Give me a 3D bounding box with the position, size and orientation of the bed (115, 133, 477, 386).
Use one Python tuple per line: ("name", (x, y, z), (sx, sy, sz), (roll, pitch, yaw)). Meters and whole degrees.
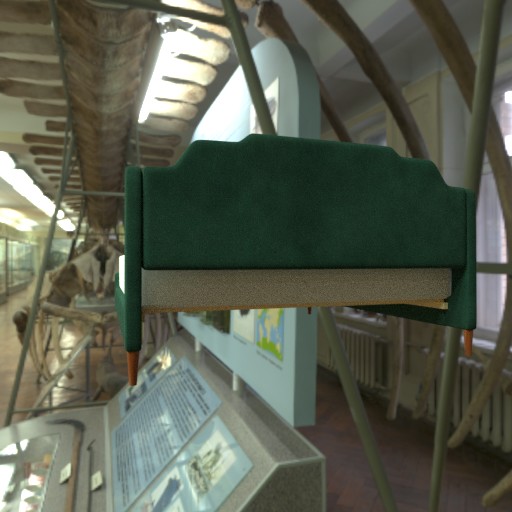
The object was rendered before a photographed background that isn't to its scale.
("bed", (0.000, 0.000, 3.491), (2.074, 1.245, 2.340), (0, -1, -19))
